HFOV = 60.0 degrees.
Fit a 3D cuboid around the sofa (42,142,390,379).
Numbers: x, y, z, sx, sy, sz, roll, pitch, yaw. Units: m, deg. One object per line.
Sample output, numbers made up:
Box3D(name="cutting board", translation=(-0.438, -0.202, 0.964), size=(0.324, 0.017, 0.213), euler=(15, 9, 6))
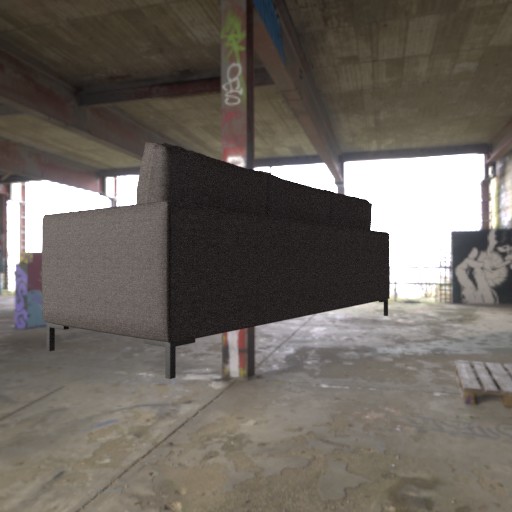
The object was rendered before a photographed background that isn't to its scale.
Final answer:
Box3D(name="sofa", translation=(0.000, 0.000, 2.685), size=(0.876, 0.882, 2.253), euler=(0, -1, 36))
